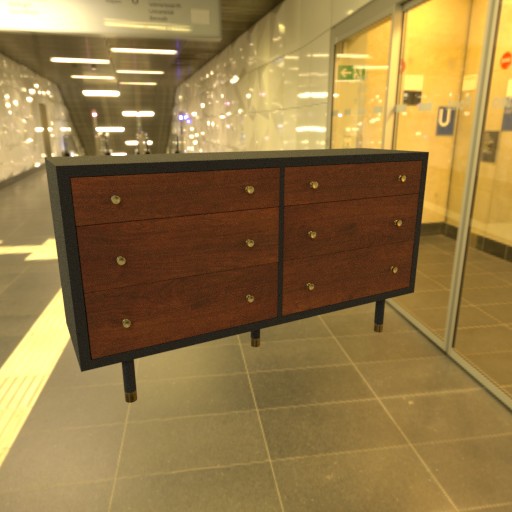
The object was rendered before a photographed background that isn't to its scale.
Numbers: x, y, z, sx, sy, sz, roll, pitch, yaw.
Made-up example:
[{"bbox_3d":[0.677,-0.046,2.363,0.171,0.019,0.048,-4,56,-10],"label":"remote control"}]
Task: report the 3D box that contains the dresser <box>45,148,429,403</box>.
[{"bbox_3d":[0.000,0.000,1.950,1.558,0.872,0.463,-9,18,-27],"label":"dresser"}]
